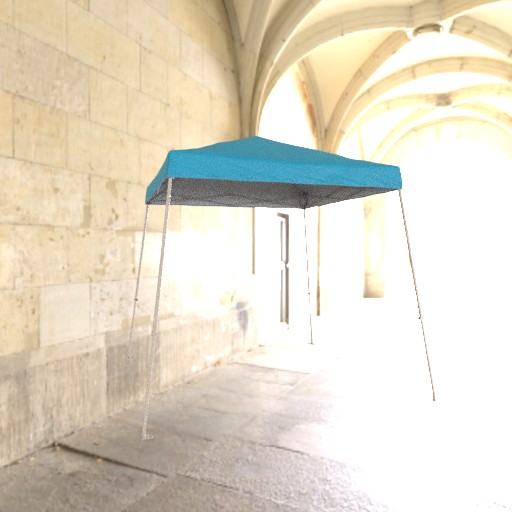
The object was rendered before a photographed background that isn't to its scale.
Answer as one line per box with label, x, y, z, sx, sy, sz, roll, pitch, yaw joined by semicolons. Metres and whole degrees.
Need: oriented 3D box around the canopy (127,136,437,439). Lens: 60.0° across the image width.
canopy;0.000;0.000;5.278;2.848;2.849;2.849;0;1;-18
